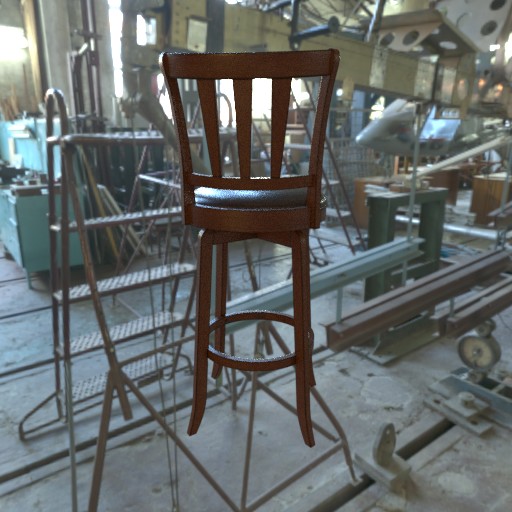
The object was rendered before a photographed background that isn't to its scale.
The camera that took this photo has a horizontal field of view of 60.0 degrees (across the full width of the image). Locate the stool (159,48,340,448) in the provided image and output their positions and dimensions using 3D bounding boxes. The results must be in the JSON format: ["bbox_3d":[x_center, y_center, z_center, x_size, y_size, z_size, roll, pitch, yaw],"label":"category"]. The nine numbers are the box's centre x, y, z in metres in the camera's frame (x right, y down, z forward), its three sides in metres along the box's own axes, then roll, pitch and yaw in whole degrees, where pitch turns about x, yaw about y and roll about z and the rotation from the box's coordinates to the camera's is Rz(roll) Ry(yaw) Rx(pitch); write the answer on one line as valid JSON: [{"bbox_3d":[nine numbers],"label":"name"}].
[{"bbox_3d":[0.000,0.000,1.440,0.464,1.177,0.503,2,17,8],"label":"stool"}]
